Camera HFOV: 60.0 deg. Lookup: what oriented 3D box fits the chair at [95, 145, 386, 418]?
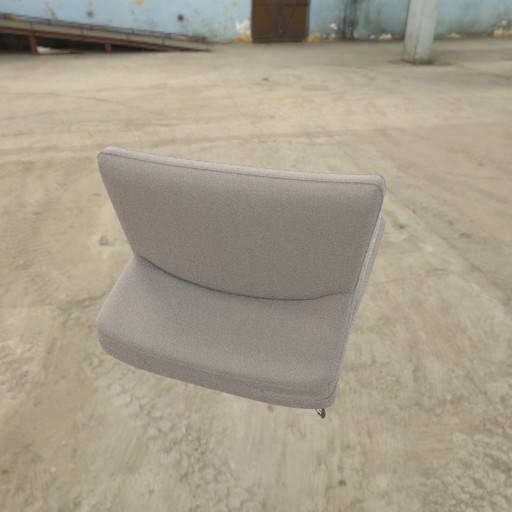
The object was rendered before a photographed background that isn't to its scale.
[{"bbox_3d":[0.000,0.000,1.625,0.859,0.855,1.008,10,32,16],"label":"chair"}]
